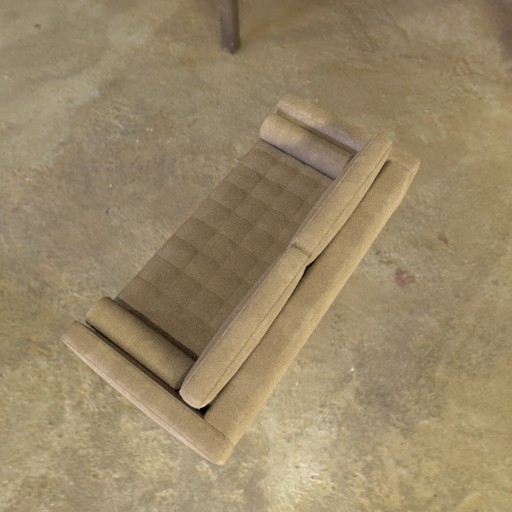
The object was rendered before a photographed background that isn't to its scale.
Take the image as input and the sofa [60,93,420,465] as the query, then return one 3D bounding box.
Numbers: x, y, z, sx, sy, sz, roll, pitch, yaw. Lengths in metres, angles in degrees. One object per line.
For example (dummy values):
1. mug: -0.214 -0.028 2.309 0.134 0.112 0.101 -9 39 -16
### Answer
1. sofa: 0.000 0.000 2.364 0.920 0.769 1.883 33 68 15
